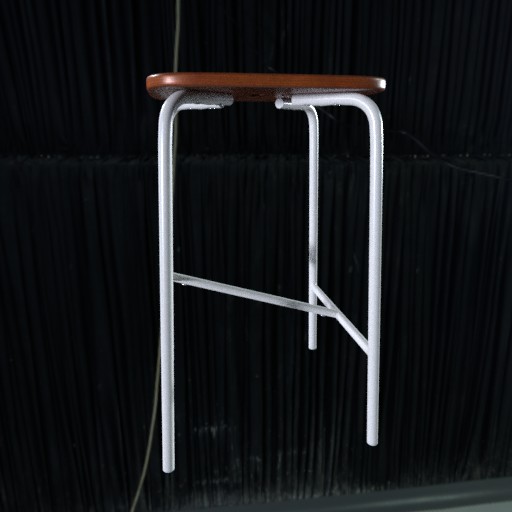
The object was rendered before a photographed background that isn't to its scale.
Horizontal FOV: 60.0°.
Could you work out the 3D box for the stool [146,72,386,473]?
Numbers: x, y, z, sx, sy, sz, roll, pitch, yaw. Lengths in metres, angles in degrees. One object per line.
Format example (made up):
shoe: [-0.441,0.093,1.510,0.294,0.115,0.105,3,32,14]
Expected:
stool: [0.000,0.000,0.845,0.376,0.610,0.376,-3,17,-10]
